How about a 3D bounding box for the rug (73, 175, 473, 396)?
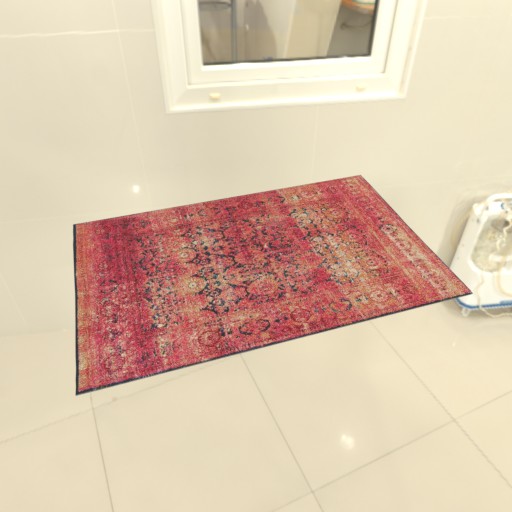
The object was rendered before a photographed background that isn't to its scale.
[{"bbox_3d":[0.000,0.000,3.112,2.449,0.018,1.539,-12,42,-13],"label":"rug"}]
